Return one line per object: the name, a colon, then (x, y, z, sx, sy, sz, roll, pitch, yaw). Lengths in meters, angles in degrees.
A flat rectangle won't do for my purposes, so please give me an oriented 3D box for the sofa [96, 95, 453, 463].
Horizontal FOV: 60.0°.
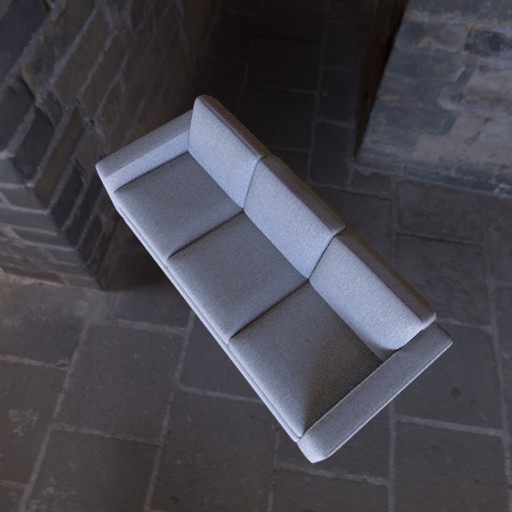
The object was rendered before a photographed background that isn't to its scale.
sofa: (0.000, 0.000, 2.614, 0.900, 0.800, 2.120, -35, 68, -16)
